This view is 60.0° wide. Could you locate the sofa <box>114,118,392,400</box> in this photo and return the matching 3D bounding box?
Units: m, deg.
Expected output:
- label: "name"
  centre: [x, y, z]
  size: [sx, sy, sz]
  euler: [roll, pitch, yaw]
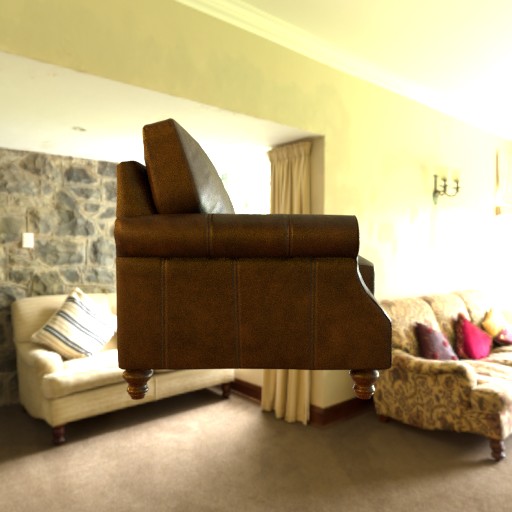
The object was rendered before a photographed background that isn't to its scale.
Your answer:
- label: "sofa"
  centre: [0.000, 0.000, 2.227]
  size: [0.990, 0.976, 1.616]
  euler: [0, 1, 0]
